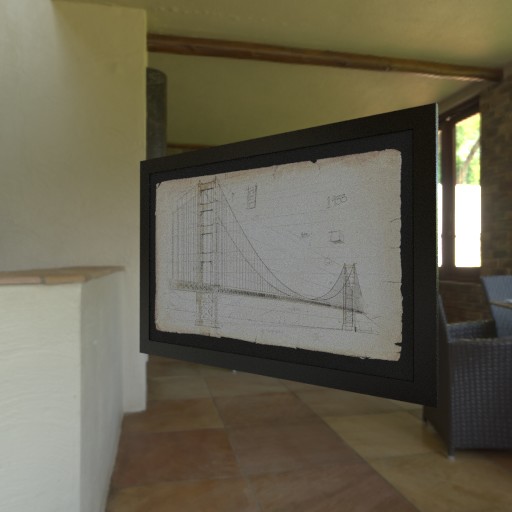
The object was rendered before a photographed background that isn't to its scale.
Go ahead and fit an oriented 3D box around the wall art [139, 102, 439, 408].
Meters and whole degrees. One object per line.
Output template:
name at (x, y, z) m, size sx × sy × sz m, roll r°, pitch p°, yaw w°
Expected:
wall art at (0.000, 0.000, 0.847) m, size 0.660 × 0.447 × 0.013 m, roll 0°, pitch -1°, yaw 36°
